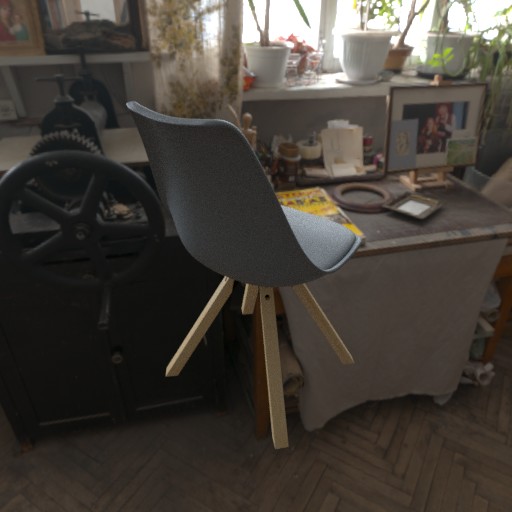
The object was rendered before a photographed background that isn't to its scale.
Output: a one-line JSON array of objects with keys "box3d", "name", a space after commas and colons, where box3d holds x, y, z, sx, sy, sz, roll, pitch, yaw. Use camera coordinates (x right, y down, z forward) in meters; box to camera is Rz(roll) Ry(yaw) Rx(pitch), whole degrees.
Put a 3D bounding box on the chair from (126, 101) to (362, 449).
[{"box3d": [0.000, 0.000, 1.176, 0.485, 0.850, 0.549, 22, 38, 31], "name": "chair"}]
